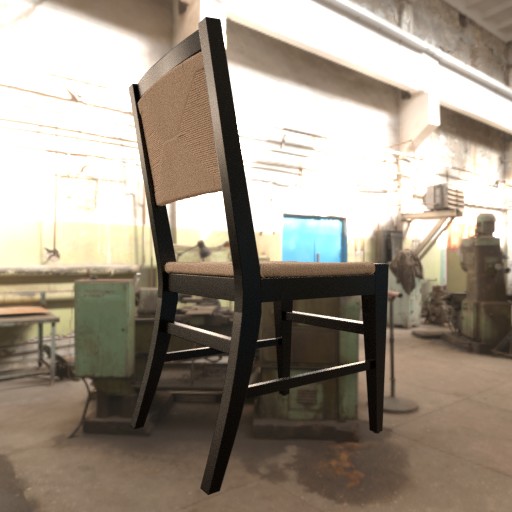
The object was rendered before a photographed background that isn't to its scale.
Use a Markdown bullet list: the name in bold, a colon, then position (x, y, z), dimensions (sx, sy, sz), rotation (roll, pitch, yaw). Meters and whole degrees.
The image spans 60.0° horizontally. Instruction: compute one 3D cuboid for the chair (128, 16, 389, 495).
- **chair**: position (0.000, 0.000, 1.179), dimensions (0.552, 0.927, 0.437), rotation (0, 0, -35)
